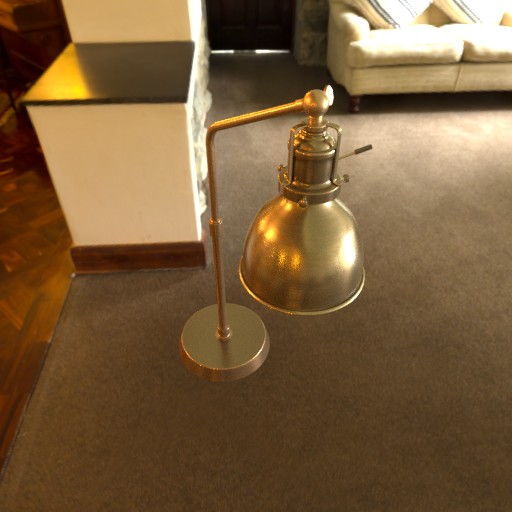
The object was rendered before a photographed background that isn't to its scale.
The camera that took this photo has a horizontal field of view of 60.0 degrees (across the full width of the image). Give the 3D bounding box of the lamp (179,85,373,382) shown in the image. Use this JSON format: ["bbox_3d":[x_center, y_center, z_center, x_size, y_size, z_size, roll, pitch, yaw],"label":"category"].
[{"bbox_3d":[0.000,0.000,0.572,0.286,0.456,0.153,26,47,27],"label":"lamp"}]
